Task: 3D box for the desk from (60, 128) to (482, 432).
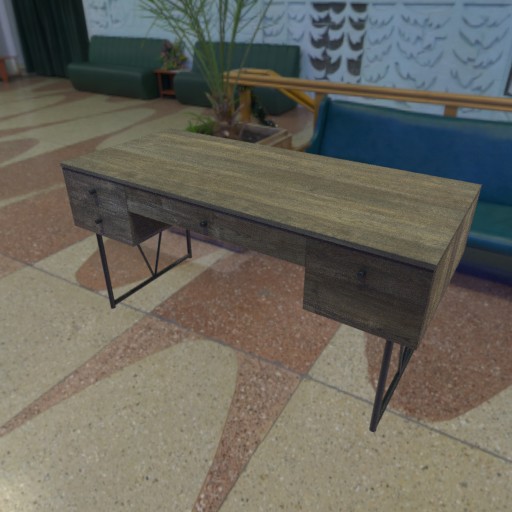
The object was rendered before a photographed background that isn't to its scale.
[{"bbox_3d":[0.000,0.000,2.012,1.600,0.780,0.730,18,34,28],"label":"desk"}]
